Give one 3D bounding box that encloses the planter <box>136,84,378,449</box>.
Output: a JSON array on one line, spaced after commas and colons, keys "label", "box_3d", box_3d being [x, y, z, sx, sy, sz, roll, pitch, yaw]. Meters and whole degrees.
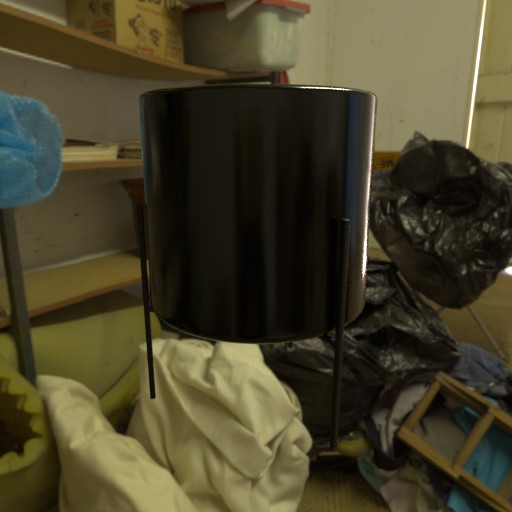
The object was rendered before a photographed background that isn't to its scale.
[{"label": "planter", "box_3d": [0.000, 0.000, 0.634, 0.310, 0.432, 0.310, 2, 16, 8]}]
